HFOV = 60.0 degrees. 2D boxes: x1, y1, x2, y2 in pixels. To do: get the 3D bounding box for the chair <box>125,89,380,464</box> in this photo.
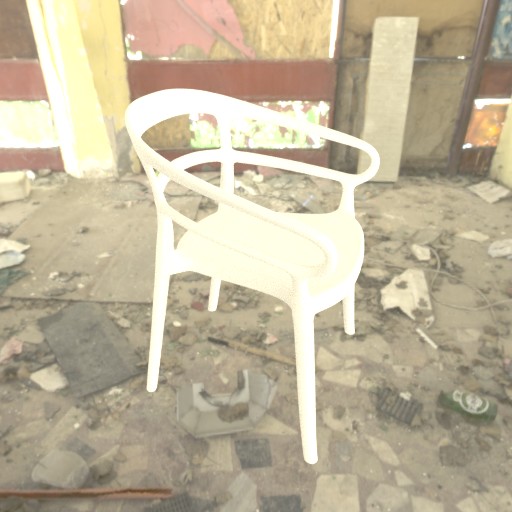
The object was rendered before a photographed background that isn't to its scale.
[{"bbox_3d":[0.000,0.000,1.137,0.527,0.761,0.559,11,32,18],"label":"chair"}]
